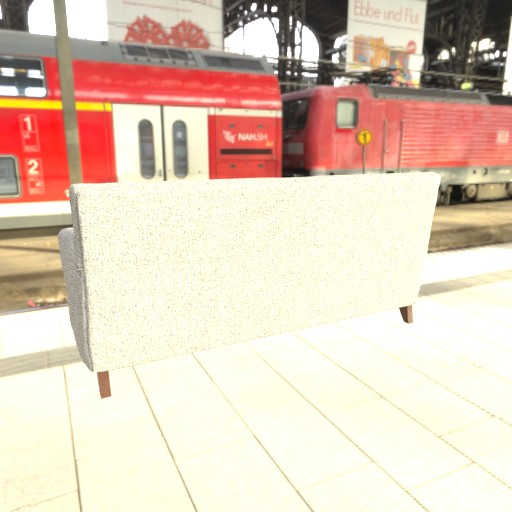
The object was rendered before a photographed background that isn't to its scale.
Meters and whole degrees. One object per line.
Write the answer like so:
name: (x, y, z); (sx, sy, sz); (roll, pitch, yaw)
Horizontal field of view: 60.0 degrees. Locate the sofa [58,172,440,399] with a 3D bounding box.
sofa: (0.000, 0.000, 2.556); (2.026, 0.942, 0.854); (-7, 15, -27)
